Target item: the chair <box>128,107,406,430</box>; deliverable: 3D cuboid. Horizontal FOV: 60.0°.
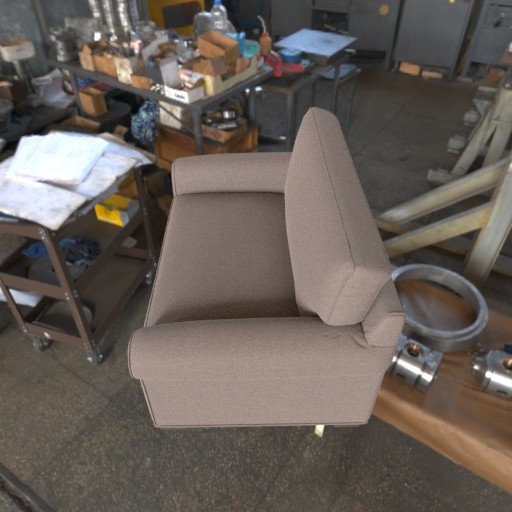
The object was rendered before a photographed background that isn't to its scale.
[{"bbox_3d":[0.000,0.000,2.054,0.930,0.930,1.390,-1,41,-1],"label":"chair"}]
